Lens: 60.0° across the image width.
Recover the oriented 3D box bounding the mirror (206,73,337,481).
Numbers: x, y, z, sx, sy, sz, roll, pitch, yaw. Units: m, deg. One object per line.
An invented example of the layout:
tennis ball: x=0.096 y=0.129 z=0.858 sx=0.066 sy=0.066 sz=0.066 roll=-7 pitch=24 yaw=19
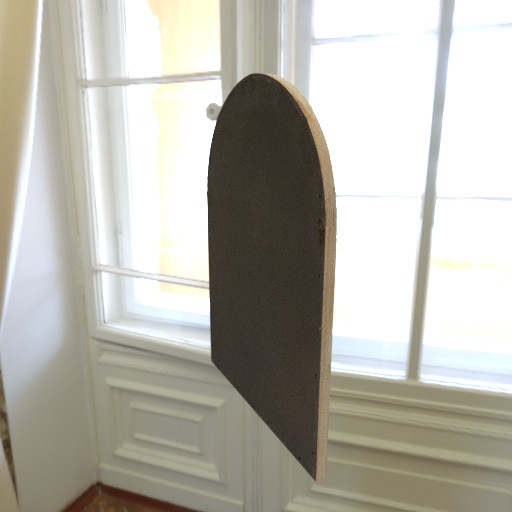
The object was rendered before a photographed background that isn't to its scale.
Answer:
mirror: x=0.000 y=0.000 z=1.200 sx=0.032 sy=0.920 sz=0.660 roll=-7 pitch=16 yaw=-26
